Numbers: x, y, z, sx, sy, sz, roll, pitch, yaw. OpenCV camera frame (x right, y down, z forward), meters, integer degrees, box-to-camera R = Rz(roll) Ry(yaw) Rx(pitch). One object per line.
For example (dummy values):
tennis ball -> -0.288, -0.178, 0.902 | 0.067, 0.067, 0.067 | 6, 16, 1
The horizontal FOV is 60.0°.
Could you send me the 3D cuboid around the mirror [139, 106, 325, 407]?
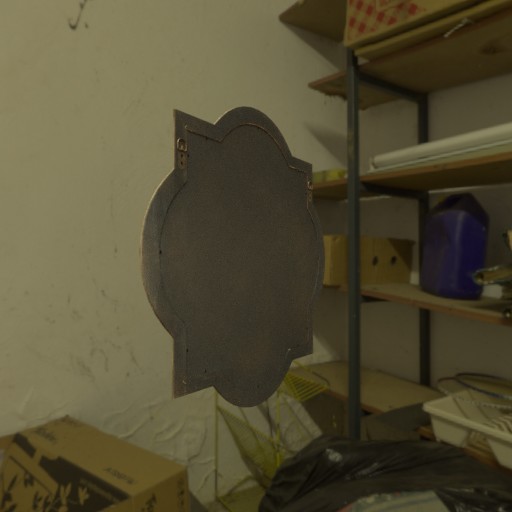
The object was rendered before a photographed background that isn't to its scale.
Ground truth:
mirror -> 0.000, 0.000, 1.060 | 0.019, 0.686, 0.686 | -1, -2, 35
